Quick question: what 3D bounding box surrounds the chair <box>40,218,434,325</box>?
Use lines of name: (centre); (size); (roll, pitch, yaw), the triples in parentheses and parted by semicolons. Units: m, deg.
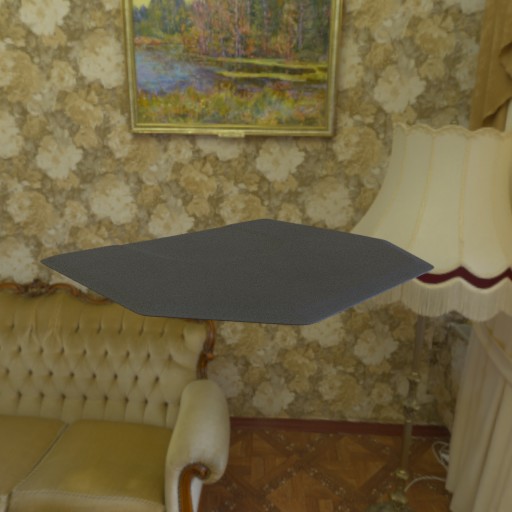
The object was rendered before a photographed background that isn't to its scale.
chair: (0.000, 0.000, 1.888); (1.372, 0.024, 1.219); (-14, 21, -43)
